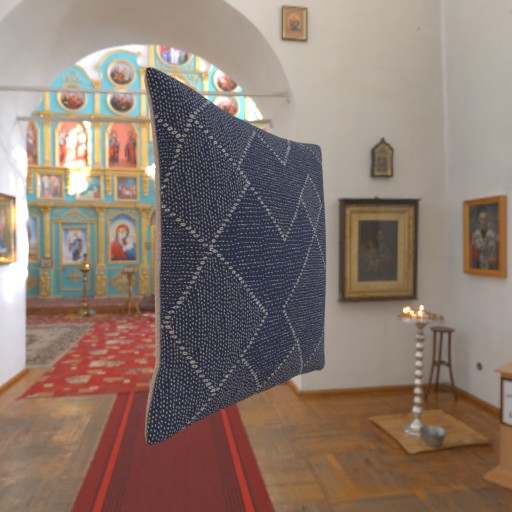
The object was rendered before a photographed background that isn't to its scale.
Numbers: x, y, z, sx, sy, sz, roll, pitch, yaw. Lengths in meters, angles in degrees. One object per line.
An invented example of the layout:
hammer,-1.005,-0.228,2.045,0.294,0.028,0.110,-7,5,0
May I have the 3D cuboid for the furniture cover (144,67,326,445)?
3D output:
furniture cover,0.000,0.000,0.794,0.162,0.503,0.511,0,-1,35
